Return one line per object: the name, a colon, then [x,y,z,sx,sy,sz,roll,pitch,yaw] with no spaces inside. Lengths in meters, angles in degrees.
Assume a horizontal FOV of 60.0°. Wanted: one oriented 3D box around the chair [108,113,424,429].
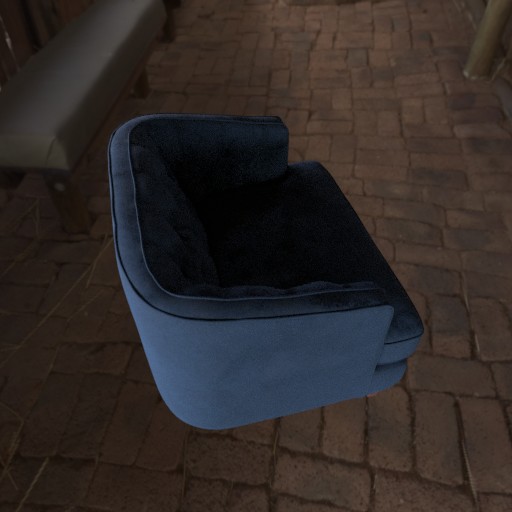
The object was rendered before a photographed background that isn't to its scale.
chair: [0.000,0.000,1.741,0.940,0.852,1.094,-11,48,-10]
